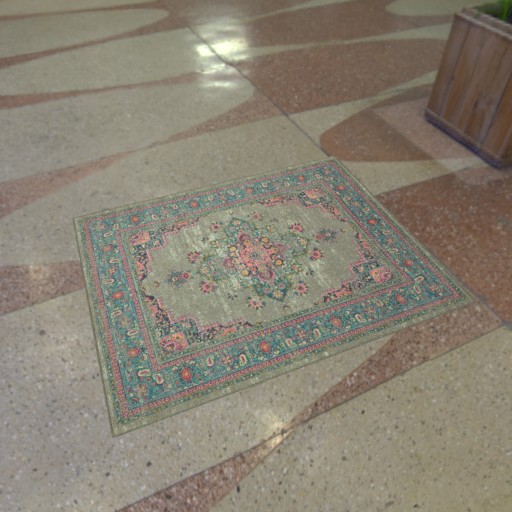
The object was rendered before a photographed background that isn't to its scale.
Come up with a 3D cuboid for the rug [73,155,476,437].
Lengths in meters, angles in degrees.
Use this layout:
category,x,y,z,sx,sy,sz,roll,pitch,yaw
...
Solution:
category,x,y,z,sx,sy,sz,roll,pitch,yaw
rug,0.000,0.000,4.141,3.057,0.013,2.434,-16,47,-15
